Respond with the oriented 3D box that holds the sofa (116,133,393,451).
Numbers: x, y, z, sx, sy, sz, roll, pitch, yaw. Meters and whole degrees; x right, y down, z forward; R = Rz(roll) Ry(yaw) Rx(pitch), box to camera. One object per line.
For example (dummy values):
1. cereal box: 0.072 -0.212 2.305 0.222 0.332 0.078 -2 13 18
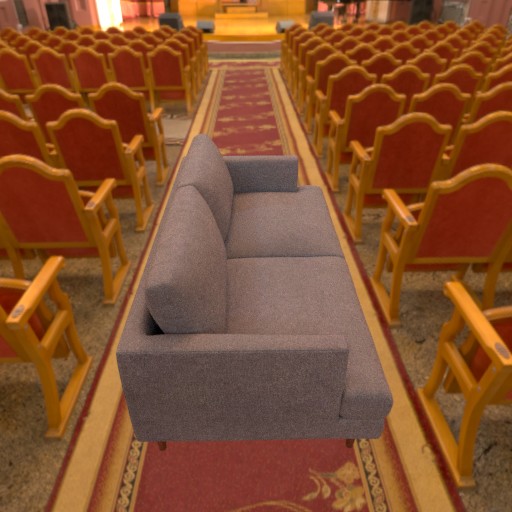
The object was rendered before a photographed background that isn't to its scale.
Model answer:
1. sofa: 0.000 0.000 2.463 1.020 0.868 1.948 -1 33 -1
